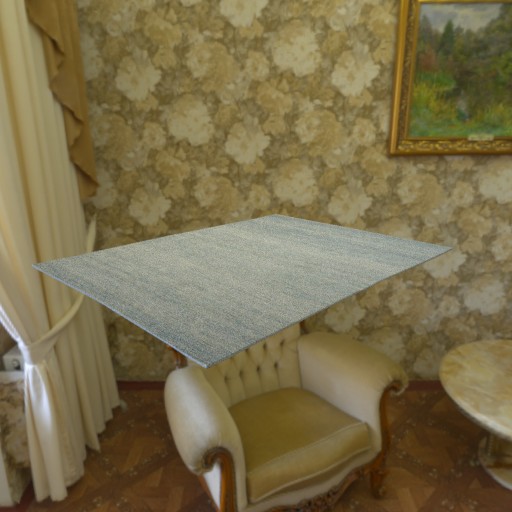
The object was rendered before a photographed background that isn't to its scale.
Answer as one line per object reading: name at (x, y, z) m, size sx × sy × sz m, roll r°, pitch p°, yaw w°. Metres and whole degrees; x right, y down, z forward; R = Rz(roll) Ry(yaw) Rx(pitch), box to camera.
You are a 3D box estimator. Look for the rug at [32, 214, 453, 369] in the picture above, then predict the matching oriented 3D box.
rug at (0.000, 0.000, 4.235) m, size 2.461 × 0.046 × 3.237 m, roll 16°, pitch 23°, yaw 43°
